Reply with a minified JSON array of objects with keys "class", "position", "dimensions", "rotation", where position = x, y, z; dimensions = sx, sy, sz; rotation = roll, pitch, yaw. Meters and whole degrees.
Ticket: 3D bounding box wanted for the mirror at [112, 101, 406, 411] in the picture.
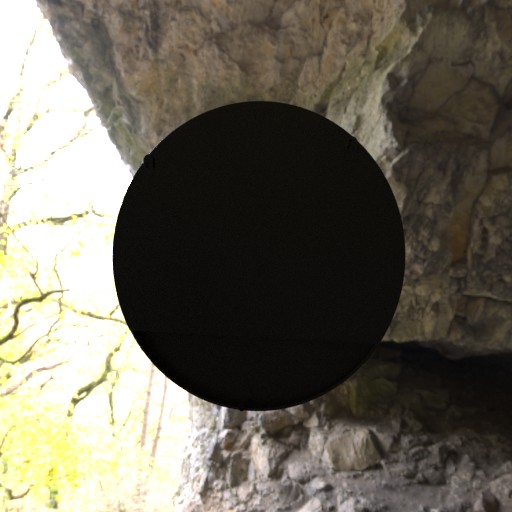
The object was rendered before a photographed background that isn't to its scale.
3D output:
[{"class":"mirror","position":[0.000,0.000,0.715],"dimensions":[0.457,0.457,0.133],"rotation":[0,-1,19]}]
